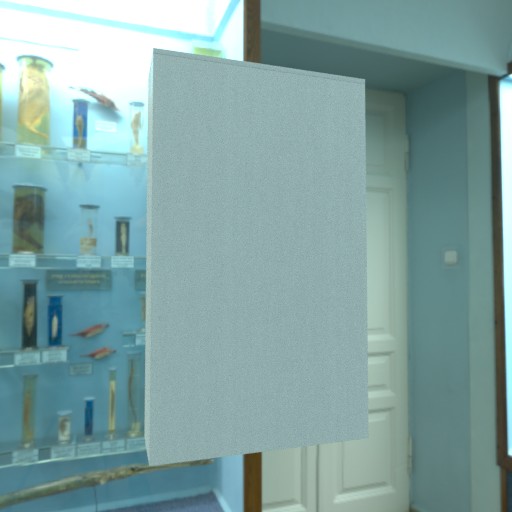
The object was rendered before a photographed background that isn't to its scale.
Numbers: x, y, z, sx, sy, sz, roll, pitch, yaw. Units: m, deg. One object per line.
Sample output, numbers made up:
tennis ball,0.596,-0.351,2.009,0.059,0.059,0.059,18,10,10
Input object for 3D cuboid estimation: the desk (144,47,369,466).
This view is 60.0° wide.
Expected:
desk,0.000,0.000,1.586,0.750,1.280,0.250,1,-2,-18
